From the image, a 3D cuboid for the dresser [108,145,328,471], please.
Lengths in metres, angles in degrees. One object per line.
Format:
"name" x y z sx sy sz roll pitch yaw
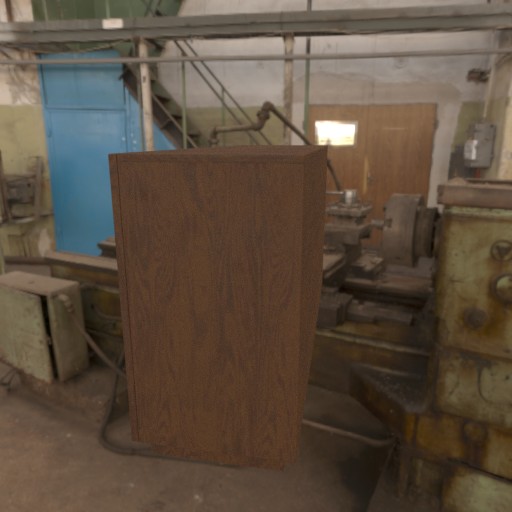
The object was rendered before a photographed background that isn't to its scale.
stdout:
"dresser" 0.000 0.000 1.875 0.512 0.889 1.523 3 15 10
